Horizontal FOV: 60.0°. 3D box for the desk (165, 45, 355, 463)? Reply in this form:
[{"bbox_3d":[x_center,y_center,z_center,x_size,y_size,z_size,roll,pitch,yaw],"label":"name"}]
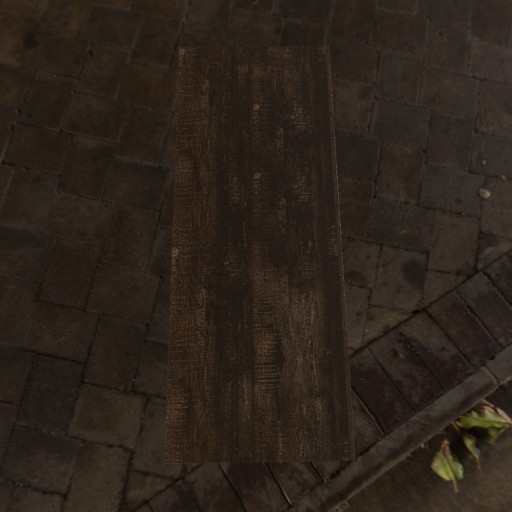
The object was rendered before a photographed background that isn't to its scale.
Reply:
[{"bbox_3d":[0.000,0.000,1.940,0.599,0.762,1.524,-1,75,0],"label":"desk"}]
